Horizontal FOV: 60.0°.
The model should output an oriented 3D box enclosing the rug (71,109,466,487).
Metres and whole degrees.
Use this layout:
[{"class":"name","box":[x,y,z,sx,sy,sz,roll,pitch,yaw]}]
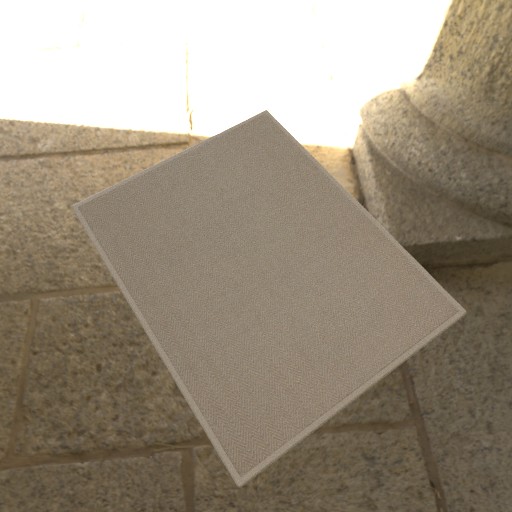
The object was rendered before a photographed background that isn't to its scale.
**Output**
[{"class":"rug","box":[0.000,0.000,4.164,2.407,0.020,3.051,-31,65,-16]}]
